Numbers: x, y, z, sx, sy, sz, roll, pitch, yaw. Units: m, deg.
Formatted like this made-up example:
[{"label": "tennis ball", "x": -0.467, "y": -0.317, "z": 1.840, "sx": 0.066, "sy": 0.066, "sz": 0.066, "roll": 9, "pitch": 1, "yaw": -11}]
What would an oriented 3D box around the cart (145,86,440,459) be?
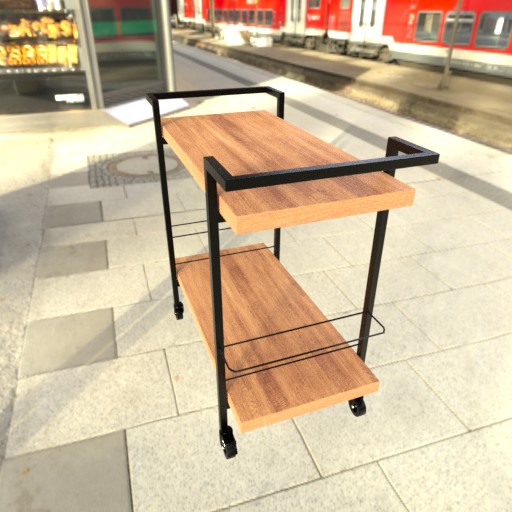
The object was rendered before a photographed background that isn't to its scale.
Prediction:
[{"label": "cart", "x": 0.000, "y": 0.000, "z": 1.236, "sx": 0.406, "sy": 0.762, "sz": 0.806, "roll": -10, "pitch": 31, "yaw": -18}]
